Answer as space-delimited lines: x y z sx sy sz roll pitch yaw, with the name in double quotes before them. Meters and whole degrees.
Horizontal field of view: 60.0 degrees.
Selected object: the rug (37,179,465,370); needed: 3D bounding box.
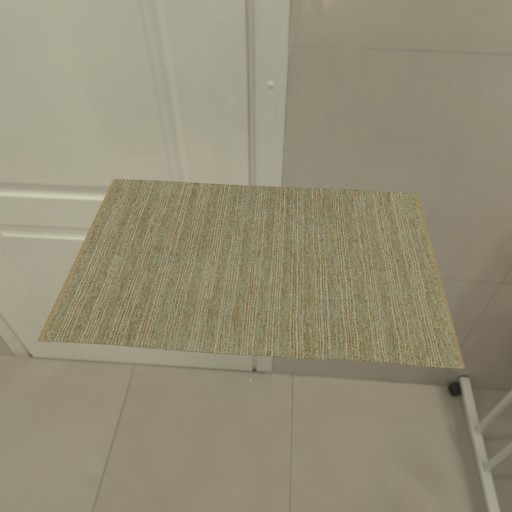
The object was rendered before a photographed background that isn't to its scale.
"rug" 0.000 0.000 3.042 2.448 0.012 1.540 3 48 3
